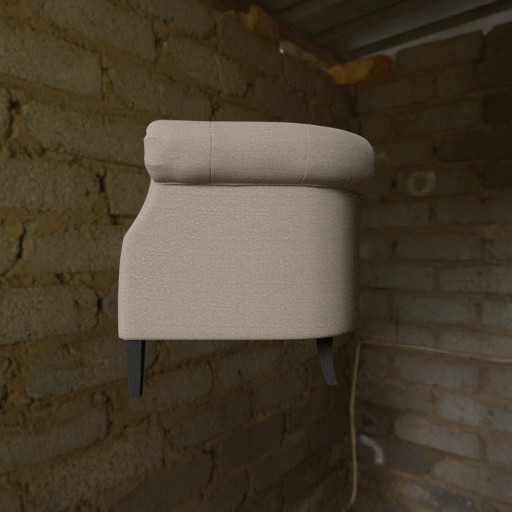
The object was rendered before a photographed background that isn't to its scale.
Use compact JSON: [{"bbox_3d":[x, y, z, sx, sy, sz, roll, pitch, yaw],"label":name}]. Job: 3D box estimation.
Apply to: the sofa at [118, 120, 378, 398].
[{"bbox_3d":[0.000,0.000,2.004,0.835,0.827,1.558,0,1,0],"label":"sofa"}]
